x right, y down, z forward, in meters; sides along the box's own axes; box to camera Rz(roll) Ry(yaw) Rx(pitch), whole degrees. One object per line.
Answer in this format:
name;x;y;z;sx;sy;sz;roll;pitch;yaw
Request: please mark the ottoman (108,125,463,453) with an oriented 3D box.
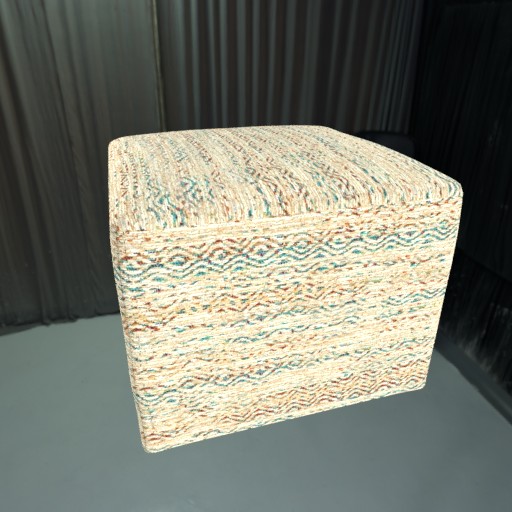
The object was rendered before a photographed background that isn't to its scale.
ottoman;0.000;0.000;0.884;0.521;0.453;0.512;-8;27;-15
